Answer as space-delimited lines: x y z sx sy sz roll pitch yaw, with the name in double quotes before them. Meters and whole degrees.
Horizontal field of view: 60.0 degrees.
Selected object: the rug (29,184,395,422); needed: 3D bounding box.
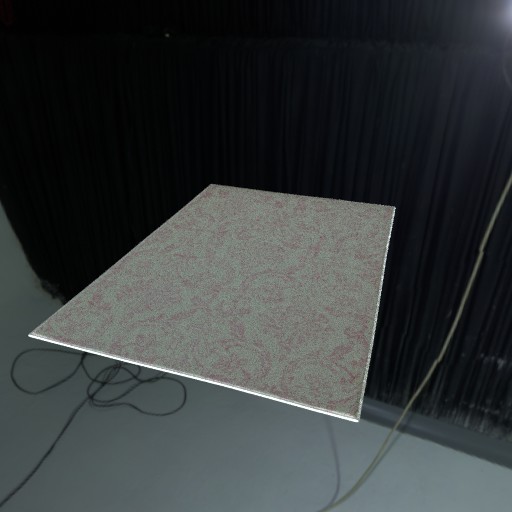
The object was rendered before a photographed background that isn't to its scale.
"rug" 0.000 0.000 2.845 1.598 0.014 2.202 10 31 16
